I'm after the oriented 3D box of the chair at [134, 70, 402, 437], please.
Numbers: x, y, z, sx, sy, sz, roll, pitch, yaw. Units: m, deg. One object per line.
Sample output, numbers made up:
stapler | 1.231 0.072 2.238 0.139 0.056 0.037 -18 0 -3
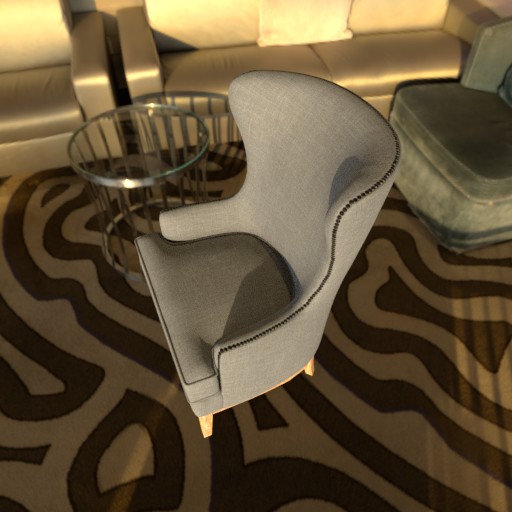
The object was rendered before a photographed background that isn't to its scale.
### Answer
chair | 0.000 0.000 1.838 0.883 1.176 0.864 -17 49 -16
